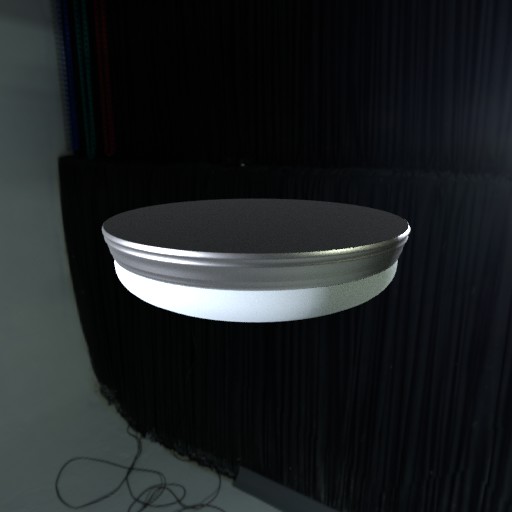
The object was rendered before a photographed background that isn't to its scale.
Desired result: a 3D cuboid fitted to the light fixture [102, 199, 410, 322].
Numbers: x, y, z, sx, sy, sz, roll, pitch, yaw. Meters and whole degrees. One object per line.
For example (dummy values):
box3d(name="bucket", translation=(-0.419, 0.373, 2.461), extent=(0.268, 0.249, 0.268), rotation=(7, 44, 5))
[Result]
box3d(name="light fixture", translation=(0.000, 0.000, 0.570), extent=(0.368, 0.100, 0.368), rotation=(0, 15, 0))
